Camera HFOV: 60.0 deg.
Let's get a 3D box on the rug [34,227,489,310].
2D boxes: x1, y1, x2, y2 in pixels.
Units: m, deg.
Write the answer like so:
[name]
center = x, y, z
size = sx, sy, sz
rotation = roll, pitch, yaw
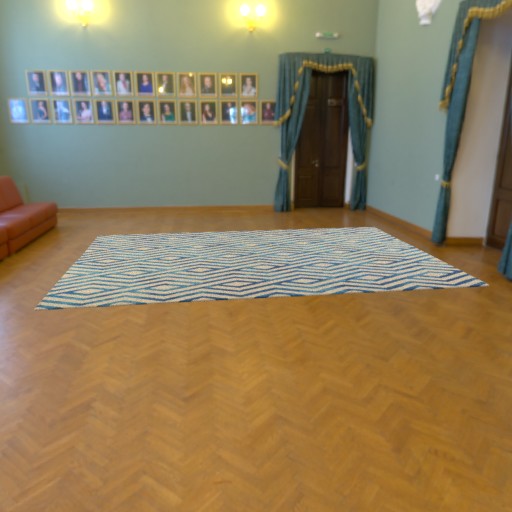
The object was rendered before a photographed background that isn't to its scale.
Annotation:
[rug]
center = 0.000, 0.000, 2.340
size = 1.830, 0.008, 1.225
rotation = -2, 16, -8
